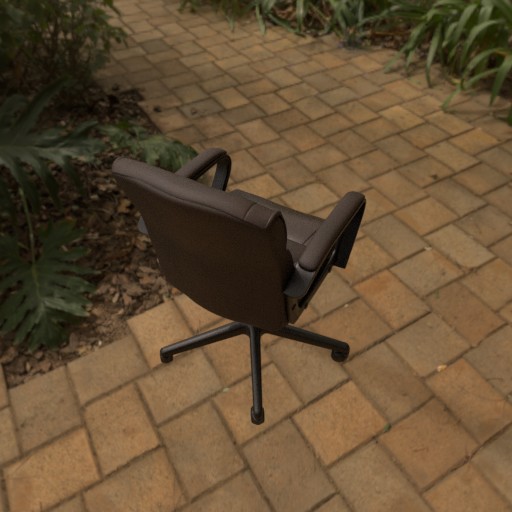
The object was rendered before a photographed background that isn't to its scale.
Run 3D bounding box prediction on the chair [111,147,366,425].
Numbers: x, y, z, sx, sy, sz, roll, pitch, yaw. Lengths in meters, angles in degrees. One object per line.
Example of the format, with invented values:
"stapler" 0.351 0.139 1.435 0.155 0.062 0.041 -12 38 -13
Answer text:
"chair" 0.000 0.000 1.508 0.739 1.004 0.717 23 49 21
